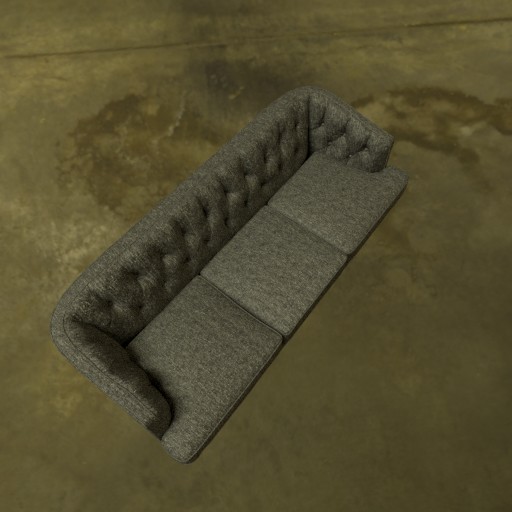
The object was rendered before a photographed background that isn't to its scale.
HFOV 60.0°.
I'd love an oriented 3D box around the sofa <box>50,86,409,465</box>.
[{"bbox_3d":[0.000,0.000,2.704,0.941,0.855,2.278,34,64,19],"label":"sofa"}]
